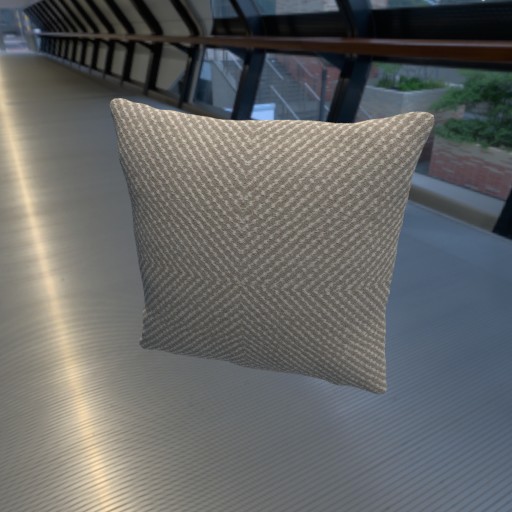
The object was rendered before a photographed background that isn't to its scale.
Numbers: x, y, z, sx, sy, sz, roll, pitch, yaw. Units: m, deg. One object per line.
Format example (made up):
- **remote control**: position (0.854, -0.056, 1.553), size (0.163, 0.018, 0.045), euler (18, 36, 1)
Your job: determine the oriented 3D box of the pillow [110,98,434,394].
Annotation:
- **pillow**: position (0.000, 0.000, 0.703), size (0.459, 0.458, 0.181), euler (7, 29, 14)
